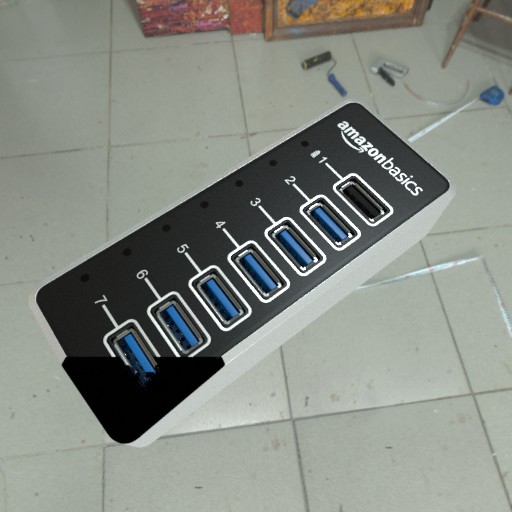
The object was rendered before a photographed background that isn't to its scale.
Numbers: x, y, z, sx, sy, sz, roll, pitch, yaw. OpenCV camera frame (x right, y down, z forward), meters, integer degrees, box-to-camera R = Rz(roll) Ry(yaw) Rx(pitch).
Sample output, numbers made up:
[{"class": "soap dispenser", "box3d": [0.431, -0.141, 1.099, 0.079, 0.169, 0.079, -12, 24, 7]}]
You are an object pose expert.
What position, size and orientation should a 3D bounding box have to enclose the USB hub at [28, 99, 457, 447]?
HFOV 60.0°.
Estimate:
[{"class": "USB hub", "box3d": [0.000, 0.000, 0.124, 0.110, 0.023, 0.044, -34, 68, -16]}]
